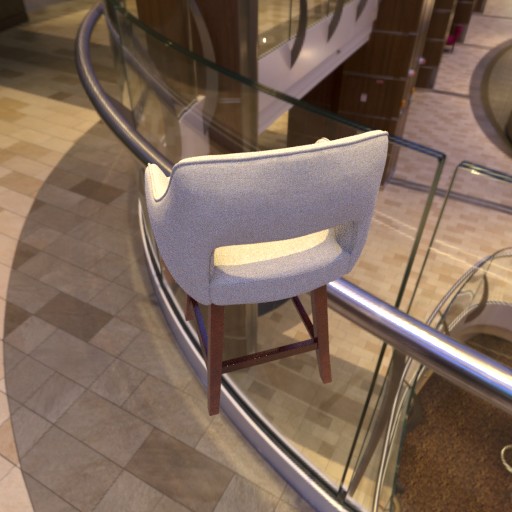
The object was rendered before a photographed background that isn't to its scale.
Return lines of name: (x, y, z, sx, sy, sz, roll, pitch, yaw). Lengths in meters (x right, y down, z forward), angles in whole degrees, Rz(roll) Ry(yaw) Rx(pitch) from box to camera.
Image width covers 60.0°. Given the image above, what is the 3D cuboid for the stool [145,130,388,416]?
stool: (0.000, 0.000, 1.284, 0.550, 0.936, 0.560, -12, 42, -13)
